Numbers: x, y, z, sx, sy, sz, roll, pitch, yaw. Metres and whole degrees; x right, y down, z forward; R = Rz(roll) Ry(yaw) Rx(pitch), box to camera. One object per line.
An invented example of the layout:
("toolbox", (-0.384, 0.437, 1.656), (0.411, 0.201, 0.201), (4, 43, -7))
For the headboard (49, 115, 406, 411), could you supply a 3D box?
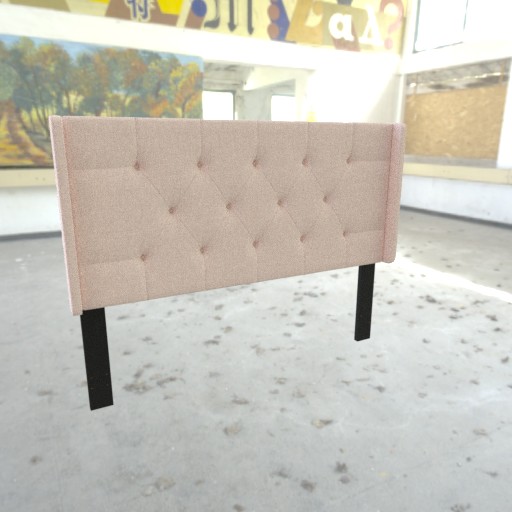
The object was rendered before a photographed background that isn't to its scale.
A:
("headboard", (0.000, 0.000, 2.598), (2.051, 1.524, 0.184), (-8, 17, -27))
